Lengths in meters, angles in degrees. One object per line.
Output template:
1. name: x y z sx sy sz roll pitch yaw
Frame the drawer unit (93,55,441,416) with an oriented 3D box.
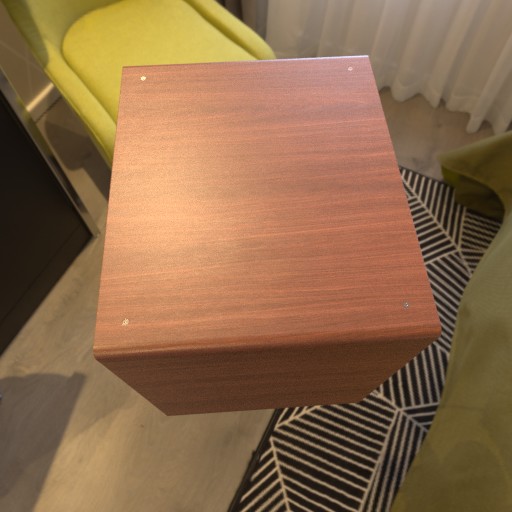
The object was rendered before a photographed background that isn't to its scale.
1. drawer unit: 0.000 0.000 0.601 0.290 0.351 0.349 -3 63 -2
